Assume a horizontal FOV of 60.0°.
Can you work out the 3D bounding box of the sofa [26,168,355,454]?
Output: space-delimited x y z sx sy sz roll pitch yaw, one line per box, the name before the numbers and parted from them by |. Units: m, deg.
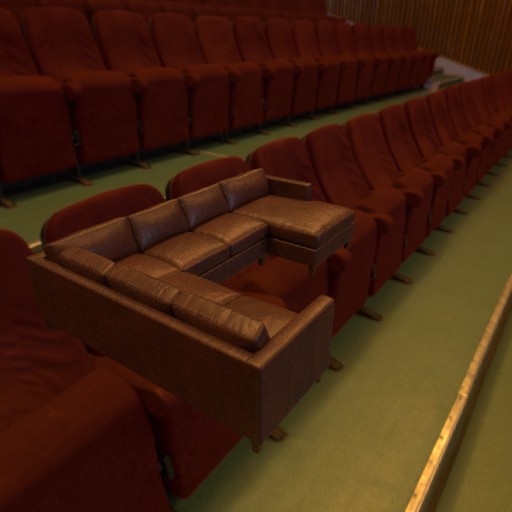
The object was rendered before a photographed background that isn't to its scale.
sofa | 0.000 0.000 4.458 2.452 0.891 3.324 17 31 32
